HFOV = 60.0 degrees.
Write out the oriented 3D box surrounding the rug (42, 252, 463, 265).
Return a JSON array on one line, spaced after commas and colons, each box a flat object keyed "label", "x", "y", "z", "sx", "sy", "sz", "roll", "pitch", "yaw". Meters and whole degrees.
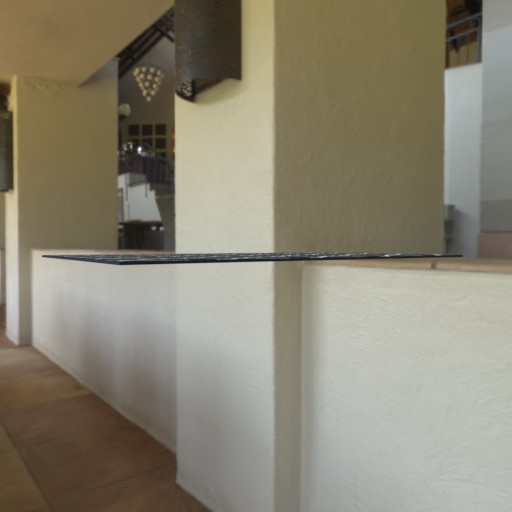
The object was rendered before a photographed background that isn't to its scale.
[{"label": "rug", "x": 0.000, "y": 0.000, "z": 2.880, "sx": 2.290, "sy": 0.014, "sz": 1.526, "roll": -1, "pitch": 1, "yaw": -35}]
